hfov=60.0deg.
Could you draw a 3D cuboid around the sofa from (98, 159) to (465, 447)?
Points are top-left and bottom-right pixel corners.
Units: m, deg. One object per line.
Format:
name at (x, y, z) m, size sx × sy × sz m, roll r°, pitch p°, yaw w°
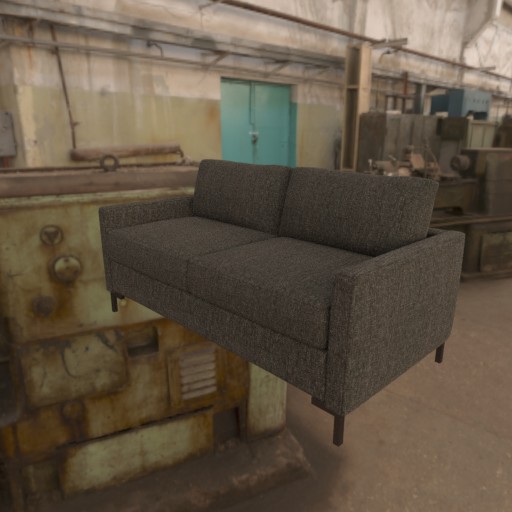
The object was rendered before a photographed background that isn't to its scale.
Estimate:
sofa at (0.000, 0.000, 2.226) m, size 0.866 × 0.862 × 1.716 m, roll -15°, pitch 22°, yaw -42°
